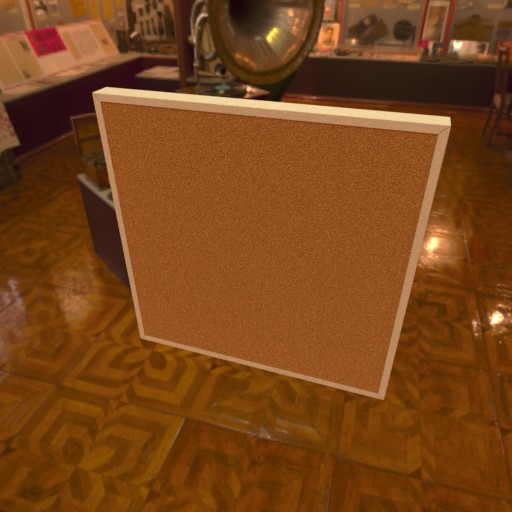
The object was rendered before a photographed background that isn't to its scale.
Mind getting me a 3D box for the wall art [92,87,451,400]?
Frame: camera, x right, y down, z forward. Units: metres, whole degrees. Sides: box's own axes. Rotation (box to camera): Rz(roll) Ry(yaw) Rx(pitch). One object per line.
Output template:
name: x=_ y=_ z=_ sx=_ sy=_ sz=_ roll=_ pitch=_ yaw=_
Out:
wall art: x=0.000 y=0.000 z=0.756 sx=0.508 sy=0.508 sz=0.037 roll=10 pitch=35 yaw=15
